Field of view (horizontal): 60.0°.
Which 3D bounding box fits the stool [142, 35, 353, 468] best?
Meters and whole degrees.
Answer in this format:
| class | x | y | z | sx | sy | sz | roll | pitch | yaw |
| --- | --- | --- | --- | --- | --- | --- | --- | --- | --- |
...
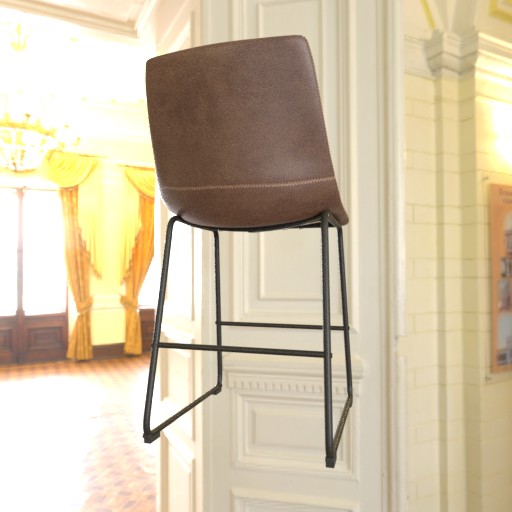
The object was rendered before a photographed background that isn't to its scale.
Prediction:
| class | x | y | z | sx | sy | sz | roll | pitch | yaw |
| --- | --- | --- | --- | --- | --- | --- | --- | --- | --- |
| stool | 0.000 | 0.000 | 1.178 | 0.460 | 0.890 | 0.550 | 0 | -1 | 17 |
